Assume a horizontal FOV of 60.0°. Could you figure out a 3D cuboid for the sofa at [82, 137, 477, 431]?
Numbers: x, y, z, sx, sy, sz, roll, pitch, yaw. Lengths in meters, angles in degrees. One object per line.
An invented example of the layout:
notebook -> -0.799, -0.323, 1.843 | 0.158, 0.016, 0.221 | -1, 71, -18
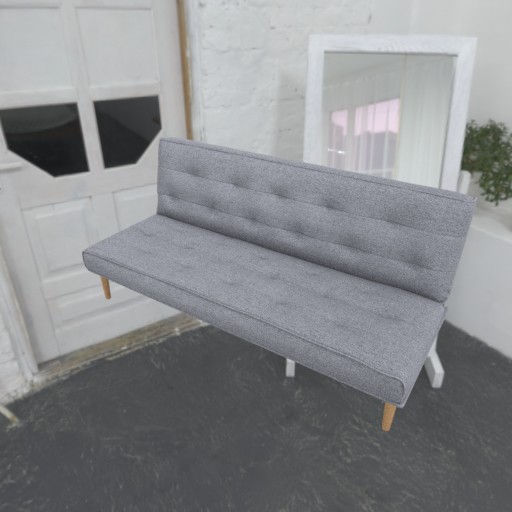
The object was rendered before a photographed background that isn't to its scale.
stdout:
sofa -> 0.000, 0.000, 2.278 | 1.820, 0.830, 0.810 | 18, 35, 28
